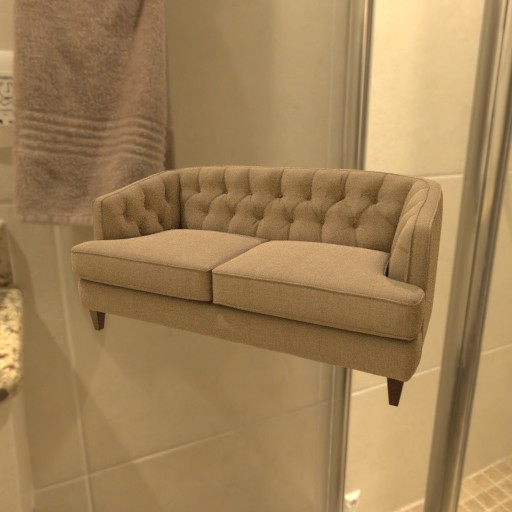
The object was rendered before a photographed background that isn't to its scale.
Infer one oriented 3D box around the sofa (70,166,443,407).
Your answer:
[{"bbox_3d":[0.000,0.000,2.297,1.733,0.855,0.941,7,17,26],"label":"sofa"}]
